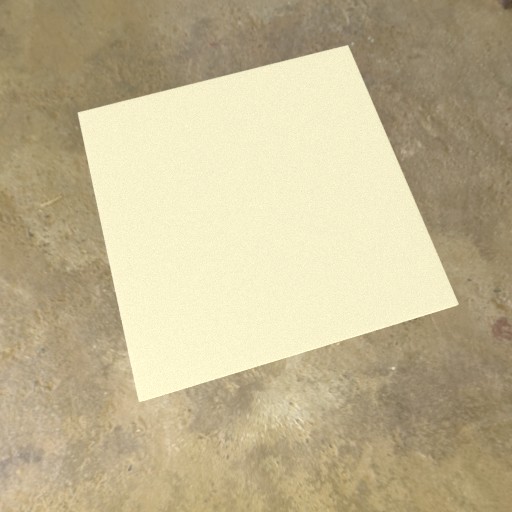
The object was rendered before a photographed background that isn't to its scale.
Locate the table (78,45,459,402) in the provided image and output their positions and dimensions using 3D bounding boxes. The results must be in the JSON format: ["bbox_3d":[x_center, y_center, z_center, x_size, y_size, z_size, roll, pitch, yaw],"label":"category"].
[{"bbox_3d":[0.000,0.000,0.783,0.381,0.483,0.381,-16,74,-5],"label":"table"}]
